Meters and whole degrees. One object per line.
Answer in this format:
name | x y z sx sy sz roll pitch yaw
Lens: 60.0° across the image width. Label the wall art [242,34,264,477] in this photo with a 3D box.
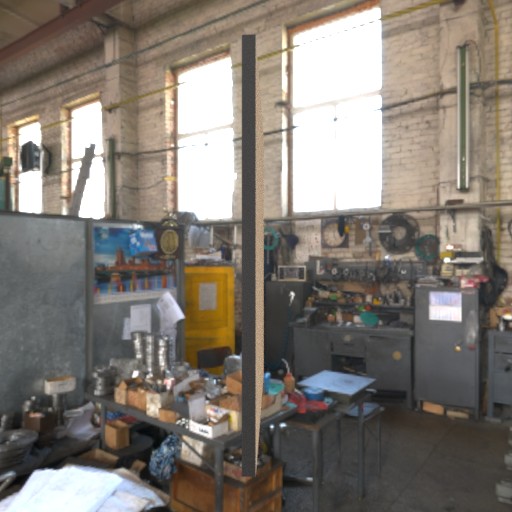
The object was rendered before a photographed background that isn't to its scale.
wall art | 0.000 0.000 1.242 0.028 0.863 0.755 0 0 2
